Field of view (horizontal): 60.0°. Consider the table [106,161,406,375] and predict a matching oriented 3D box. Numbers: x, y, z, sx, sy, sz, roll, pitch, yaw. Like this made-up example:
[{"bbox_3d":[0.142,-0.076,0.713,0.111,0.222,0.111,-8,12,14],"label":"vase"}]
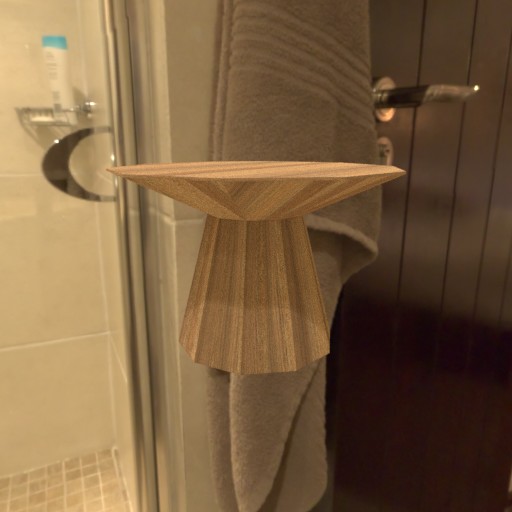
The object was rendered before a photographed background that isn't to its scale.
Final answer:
[{"bbox_3d":[0.000,0.000,1.910,1.186,0.752,1.186,0,14,0],"label":"table"}]
